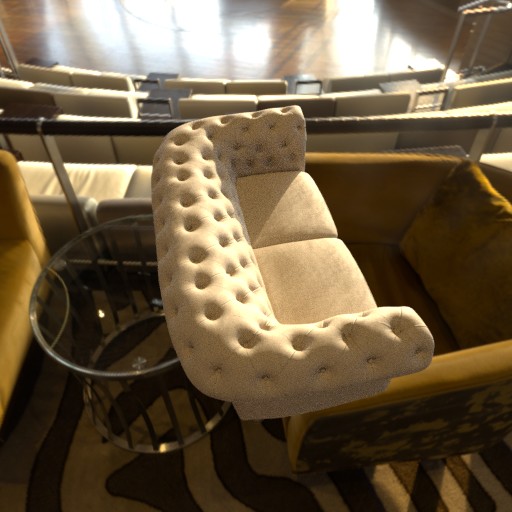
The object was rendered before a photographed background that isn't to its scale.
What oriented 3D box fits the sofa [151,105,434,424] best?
[{"bbox_3d":[0.000,0.000,2.555,1.069,0.835,1.988,-9,47,-8],"label":"sofa"}]
